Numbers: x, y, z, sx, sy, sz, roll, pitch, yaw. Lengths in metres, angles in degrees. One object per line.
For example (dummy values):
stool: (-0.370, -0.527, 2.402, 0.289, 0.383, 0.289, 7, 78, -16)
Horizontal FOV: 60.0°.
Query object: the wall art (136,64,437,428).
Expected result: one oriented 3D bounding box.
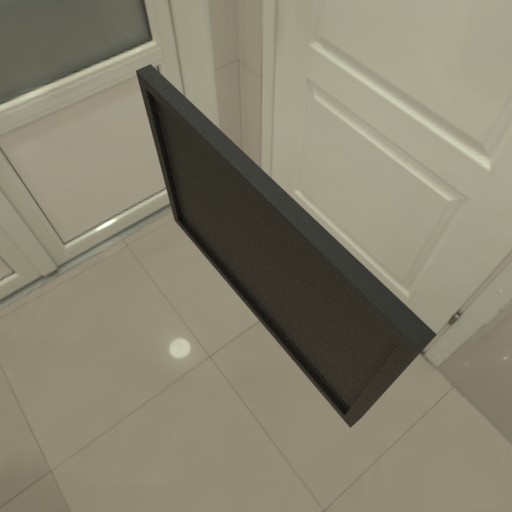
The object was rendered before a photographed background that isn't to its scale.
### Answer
wall art: (0.000, 0.000, 0.570, 0.021, 0.301, 0.443, -33, 64, -19)
